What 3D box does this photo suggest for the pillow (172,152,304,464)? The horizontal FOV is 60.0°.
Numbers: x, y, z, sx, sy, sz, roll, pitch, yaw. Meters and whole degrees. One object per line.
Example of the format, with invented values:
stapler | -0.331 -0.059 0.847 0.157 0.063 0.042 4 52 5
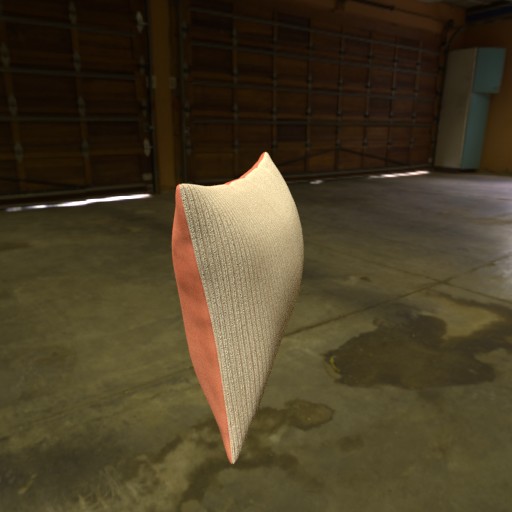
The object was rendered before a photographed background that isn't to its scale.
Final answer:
pillow | 0.000 0.000 0.734 0.155 0.307 0.608 2 16 8
